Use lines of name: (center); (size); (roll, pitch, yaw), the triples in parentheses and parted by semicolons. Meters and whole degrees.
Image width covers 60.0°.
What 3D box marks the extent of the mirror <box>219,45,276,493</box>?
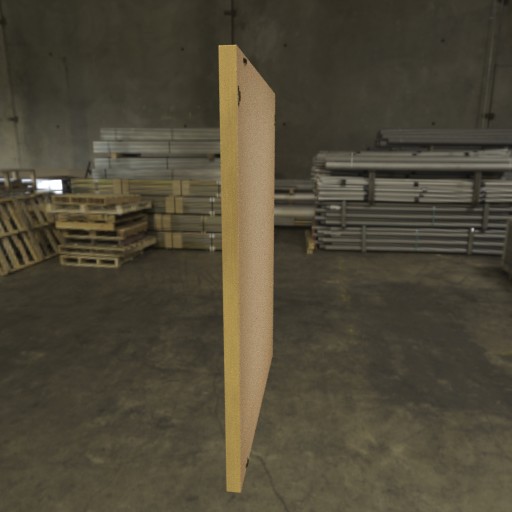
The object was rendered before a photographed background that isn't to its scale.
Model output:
mirror: (0.000, 0.000, 1.340); (0.040, 1.016, 0.762); (2, 13, 8)
